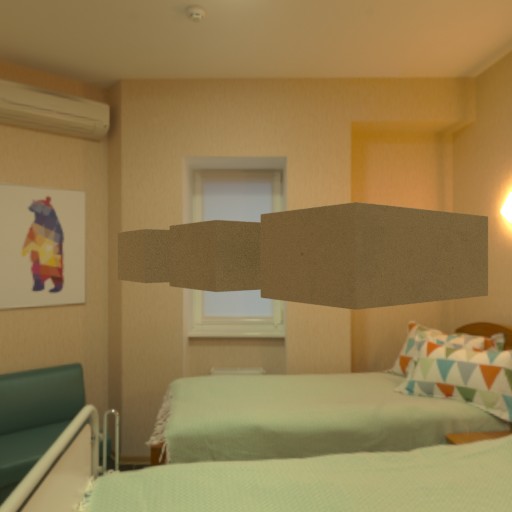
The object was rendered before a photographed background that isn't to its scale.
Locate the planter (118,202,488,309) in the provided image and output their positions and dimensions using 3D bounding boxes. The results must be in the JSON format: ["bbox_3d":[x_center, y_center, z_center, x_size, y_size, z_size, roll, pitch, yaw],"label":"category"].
[{"bbox_3d":[0.000,0.000,0.382,0.127,0.051,0.333,0,0,-36],"label":"planter"}]
